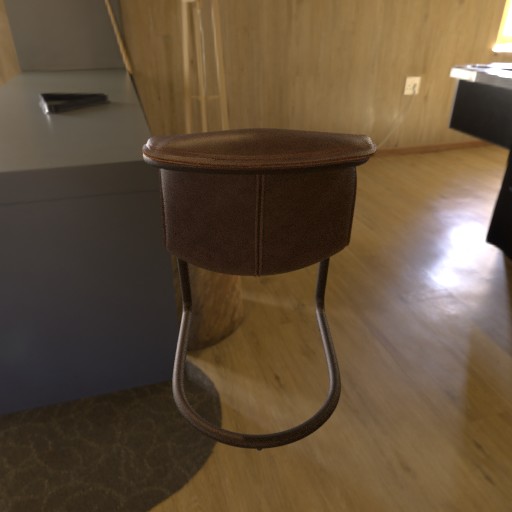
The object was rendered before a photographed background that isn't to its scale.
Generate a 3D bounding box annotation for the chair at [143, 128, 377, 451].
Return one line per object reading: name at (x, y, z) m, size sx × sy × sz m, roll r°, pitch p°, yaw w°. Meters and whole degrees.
chair at (0.000, 0.000, 1.261) m, size 0.536 × 0.836 × 0.664 m, roll -1°, pitch 30°, yaw -1°
